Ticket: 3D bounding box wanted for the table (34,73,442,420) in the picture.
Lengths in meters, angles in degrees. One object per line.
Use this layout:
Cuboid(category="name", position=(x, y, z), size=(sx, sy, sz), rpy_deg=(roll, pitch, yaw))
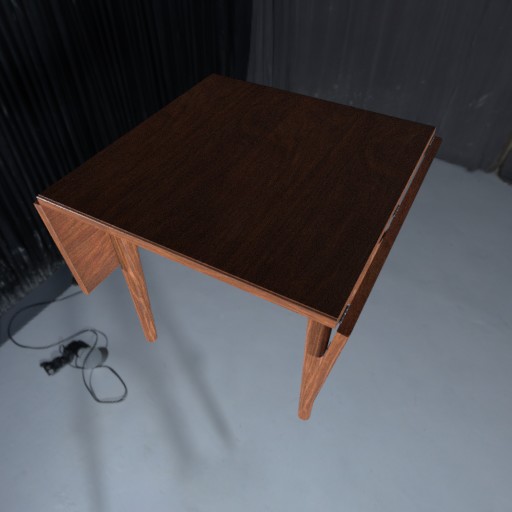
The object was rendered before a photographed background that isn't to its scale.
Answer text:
Cuboid(category="table", position=(0.000, 0.000, 1.476), size=(0.843, 0.763, 0.812), rpy_deg=(21, 49, 20))
